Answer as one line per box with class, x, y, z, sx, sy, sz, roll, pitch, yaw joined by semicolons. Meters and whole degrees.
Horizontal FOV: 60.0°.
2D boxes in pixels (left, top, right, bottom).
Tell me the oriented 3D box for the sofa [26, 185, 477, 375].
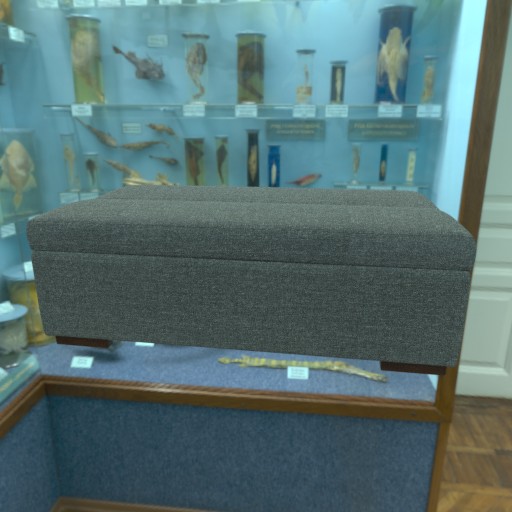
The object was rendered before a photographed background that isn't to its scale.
sofa;0.000;0.000;1.567;1.198;0.417;0.782;3;17;9
